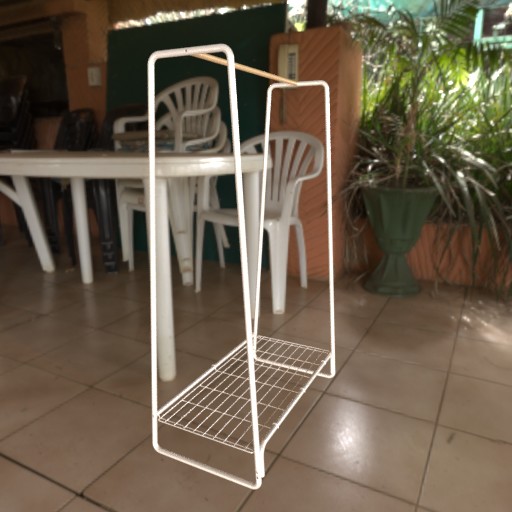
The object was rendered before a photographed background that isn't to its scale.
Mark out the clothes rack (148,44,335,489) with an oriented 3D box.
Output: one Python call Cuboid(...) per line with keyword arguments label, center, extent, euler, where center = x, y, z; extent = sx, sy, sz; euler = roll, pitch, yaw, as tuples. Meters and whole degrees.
Cuboid(label="clothes rack", center=(0.000, 0.000, 1.903), extent=(0.495, 1.500, 0.900), euler=(7, 16, 26))
